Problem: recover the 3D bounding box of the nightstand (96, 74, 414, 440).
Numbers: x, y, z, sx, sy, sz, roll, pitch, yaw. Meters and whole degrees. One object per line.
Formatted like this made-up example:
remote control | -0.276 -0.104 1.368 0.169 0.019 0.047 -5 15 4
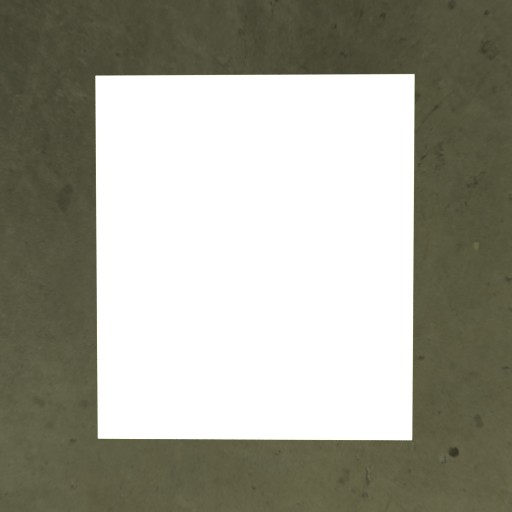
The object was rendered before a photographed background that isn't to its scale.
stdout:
nightstand | 0.000 0.000 0.747 0.408 0.351 0.470 0 91 1
